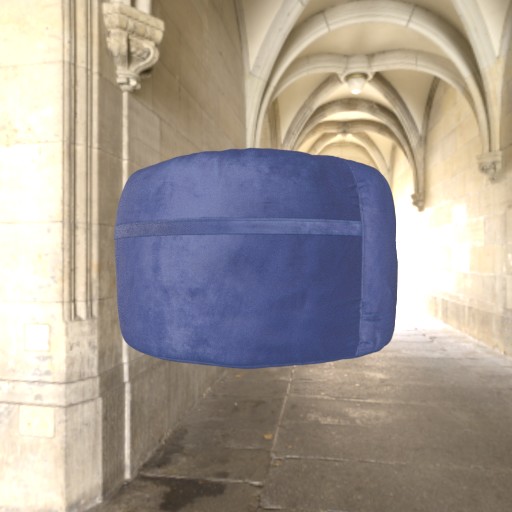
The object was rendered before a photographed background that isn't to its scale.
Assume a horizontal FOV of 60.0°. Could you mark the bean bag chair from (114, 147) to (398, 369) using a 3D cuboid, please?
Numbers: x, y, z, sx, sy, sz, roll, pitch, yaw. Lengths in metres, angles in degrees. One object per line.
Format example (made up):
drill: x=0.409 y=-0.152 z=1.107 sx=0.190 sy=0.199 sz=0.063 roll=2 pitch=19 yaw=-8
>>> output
bean bag chair: x=0.000 y=0.000 z=1.997 sx=1.219 sy=0.762 sz=1.219 roll=0 pitch=0 yaw=0
